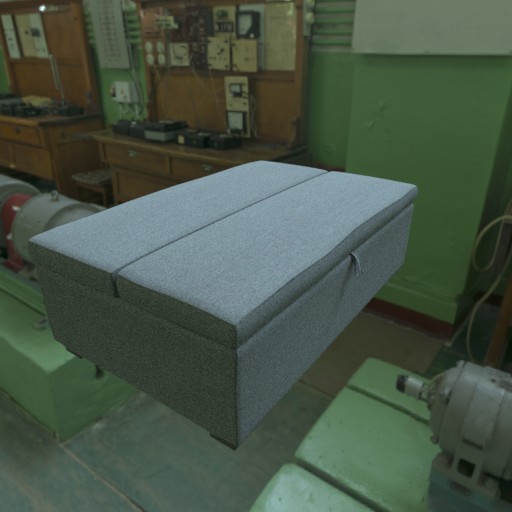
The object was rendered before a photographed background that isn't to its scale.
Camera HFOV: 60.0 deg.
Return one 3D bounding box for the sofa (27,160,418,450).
[{"bbox_3d":[0.000,0.000,1.640,0.817,0.434,1.250,17,30,31],"label":"sofa"}]
